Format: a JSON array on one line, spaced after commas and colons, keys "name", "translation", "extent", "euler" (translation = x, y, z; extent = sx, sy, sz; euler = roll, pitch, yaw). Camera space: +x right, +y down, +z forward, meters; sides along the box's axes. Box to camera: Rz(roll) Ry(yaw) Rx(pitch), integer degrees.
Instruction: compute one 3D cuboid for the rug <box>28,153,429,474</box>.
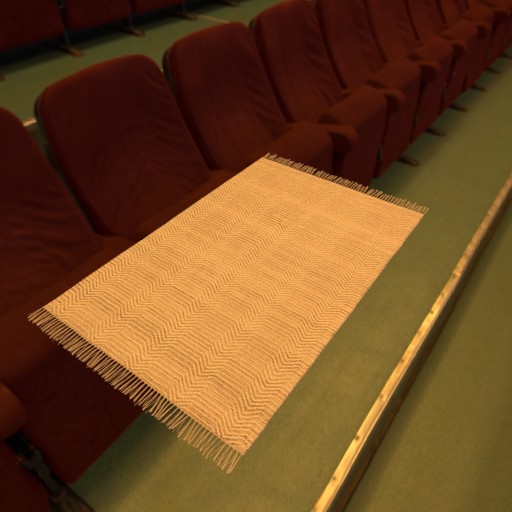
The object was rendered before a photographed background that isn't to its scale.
[{"name": "rug", "translation": [0.000, 0.000, 2.430], "extent": [1.224, 0.027, 2.021], "euler": [26, 47, 26]}]
